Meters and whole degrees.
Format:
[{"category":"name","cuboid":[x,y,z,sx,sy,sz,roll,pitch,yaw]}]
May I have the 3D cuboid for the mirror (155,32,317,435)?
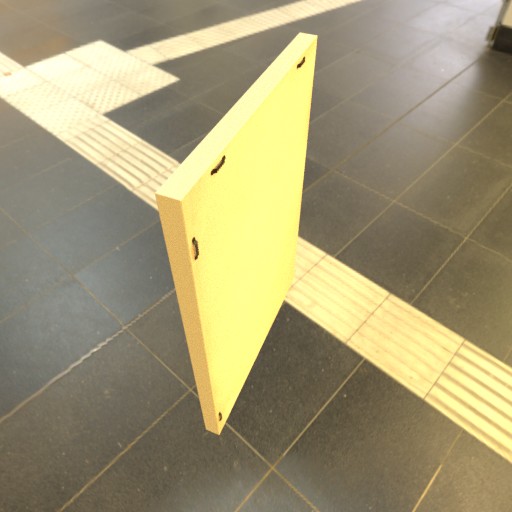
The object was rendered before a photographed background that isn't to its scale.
[{"category":"mirror","cuboid":[0.000,0.000,0.927,0.040,0.710,0.507,18,50,15]}]
